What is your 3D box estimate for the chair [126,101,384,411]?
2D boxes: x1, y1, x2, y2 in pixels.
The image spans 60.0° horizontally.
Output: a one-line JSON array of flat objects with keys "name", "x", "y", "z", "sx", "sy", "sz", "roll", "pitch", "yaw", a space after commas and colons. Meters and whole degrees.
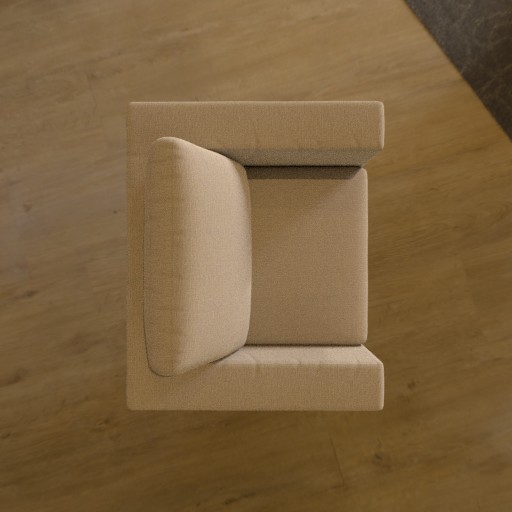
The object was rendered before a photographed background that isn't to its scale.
[{"name": "chair", "x": 0.000, "y": 0.000, "z": 1.795, "sx": 0.957, "sy": 0.878, "sz": 1.150, "roll": 0, "pitch": 90, "yaw": 0}]
